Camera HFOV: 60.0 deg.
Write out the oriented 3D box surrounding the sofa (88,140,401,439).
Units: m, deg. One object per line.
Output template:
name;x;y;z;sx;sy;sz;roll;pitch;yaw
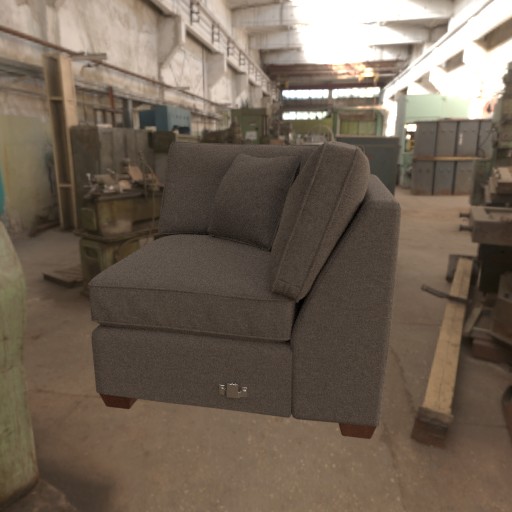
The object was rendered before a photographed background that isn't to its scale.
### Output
sofa;0.000;0.000;1.978;1.084;1.002;1.146;3;15;11
